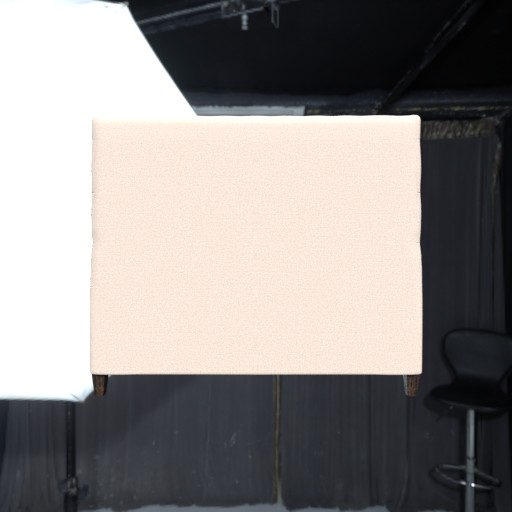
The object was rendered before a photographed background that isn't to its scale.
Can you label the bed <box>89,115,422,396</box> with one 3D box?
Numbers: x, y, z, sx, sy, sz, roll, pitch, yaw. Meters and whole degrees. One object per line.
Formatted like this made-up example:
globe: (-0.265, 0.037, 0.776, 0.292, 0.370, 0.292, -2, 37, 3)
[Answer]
bed: (0.000, 0.000, 3.332, 1.696, 1.426, 2.233, 0, 0, 0)
